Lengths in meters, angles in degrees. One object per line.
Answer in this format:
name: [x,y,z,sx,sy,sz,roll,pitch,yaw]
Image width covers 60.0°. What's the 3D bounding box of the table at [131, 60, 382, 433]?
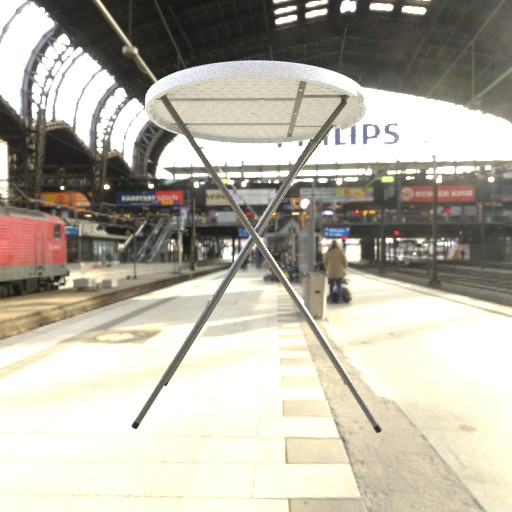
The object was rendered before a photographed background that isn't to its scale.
table: [0.000,0.000,1.639,0.795,1.105,0.792,0,1,0]
